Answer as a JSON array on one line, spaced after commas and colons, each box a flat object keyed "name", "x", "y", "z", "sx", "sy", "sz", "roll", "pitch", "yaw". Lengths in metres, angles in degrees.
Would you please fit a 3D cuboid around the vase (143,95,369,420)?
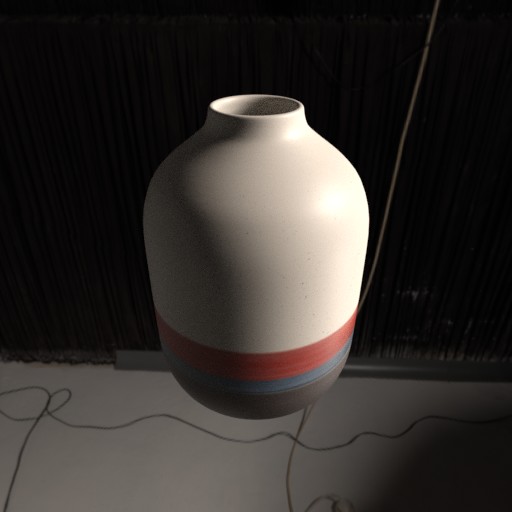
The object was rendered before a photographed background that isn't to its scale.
[{"name": "vase", "x": 0.000, "y": 0.000, "z": 0.357, "sx": 0.169, "sy": 0.237, "sz": 0.169, "roll": 0, "pitch": 32, "yaw": 0}]
